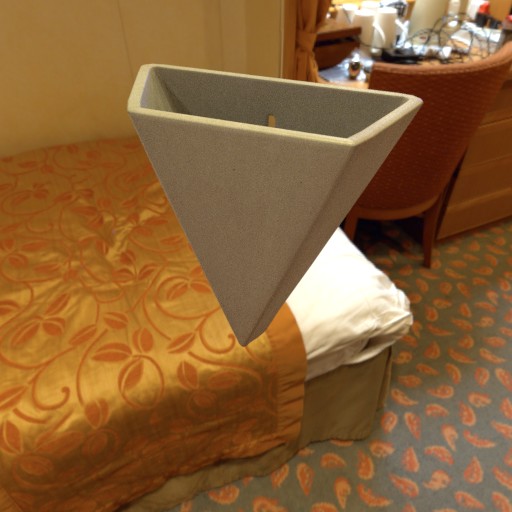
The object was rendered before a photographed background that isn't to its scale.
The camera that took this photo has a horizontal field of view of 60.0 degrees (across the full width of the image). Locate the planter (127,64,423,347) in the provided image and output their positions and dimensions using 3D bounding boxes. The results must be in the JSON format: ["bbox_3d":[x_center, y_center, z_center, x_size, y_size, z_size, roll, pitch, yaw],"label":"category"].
[{"bbox_3d":[0.000,0.000,0.274,0.150,0.197,0.060,13,43,14],"label":"planter"}]
